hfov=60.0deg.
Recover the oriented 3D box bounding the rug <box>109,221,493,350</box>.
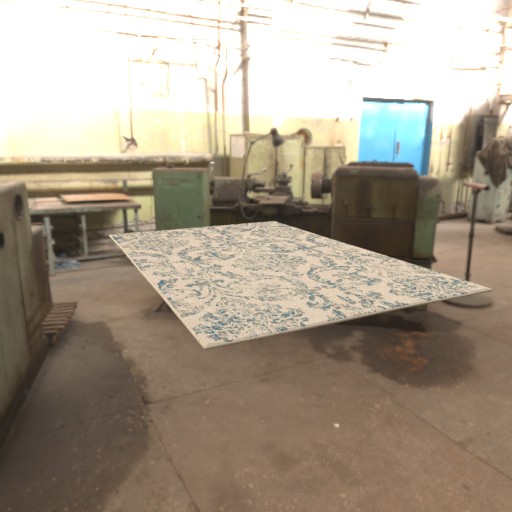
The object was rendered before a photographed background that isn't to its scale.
[{"bbox_3d":[0.000,0.000,2.306,1.213,0.012,1.831,-7,15,-25],"label":"rug"}]
